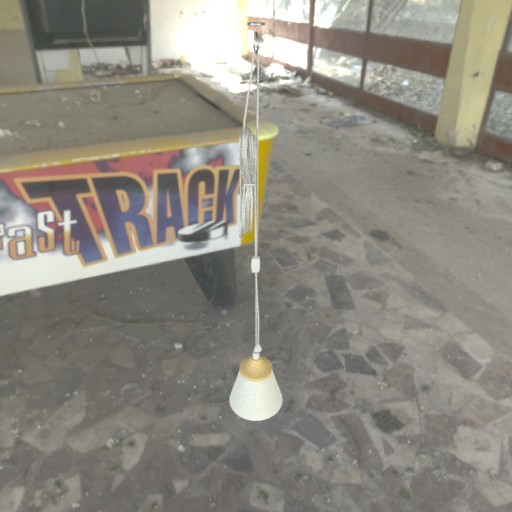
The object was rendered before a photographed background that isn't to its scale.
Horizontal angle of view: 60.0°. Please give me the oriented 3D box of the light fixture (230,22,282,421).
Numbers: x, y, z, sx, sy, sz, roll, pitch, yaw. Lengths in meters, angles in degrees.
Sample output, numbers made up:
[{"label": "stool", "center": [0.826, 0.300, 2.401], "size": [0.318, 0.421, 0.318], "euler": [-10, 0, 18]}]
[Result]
[{"label": "light fixture", "center": [0.000, 0.000, 1.036], "size": [0.153, 0.966, 0.153], "euler": [8, 32, 13]}]
